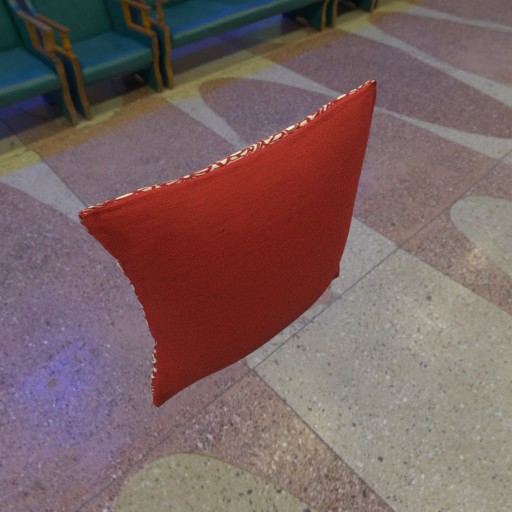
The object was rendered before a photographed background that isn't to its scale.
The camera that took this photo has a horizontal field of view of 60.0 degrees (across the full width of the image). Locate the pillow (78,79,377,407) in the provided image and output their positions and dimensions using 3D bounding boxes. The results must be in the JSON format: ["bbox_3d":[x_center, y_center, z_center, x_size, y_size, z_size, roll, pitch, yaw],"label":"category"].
[{"bbox_3d":[0.000,0.000,0.667,0.438,0.419,0.162,-32,55,-26],"label":"pillow"}]
